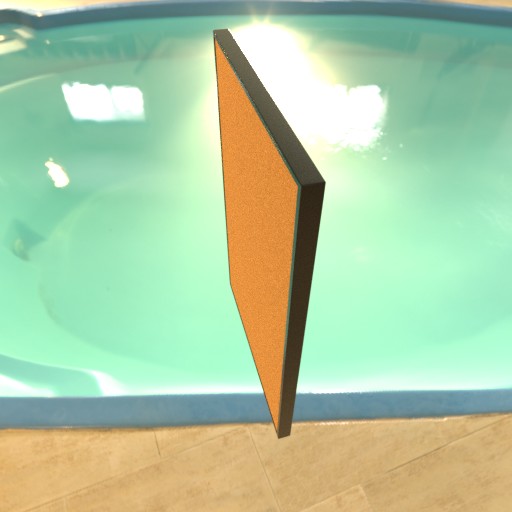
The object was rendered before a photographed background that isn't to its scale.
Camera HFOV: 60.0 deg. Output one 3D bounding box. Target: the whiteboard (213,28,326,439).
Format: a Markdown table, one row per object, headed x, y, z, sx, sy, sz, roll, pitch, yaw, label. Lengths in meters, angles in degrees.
| x | y | z | sx | sy | sz | roll | pitch | yaw | label |
| --- | --- | --- | --- | --- | --- | --- | --- | --- | --- |
| 0.000 | 0.000 | 0.773 | 0.026 | 0.611 | 0.406 | -11 | 48 | -11 | whiteboard |
